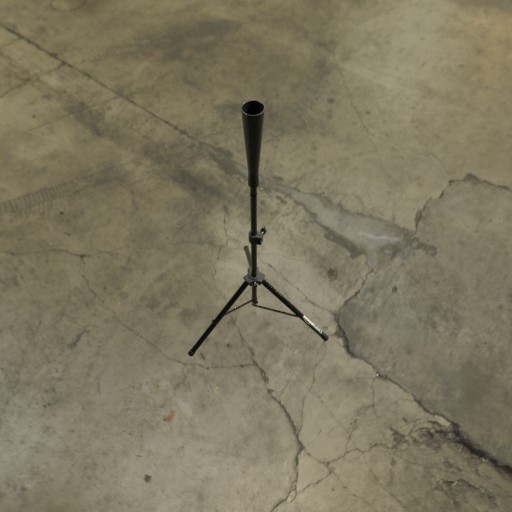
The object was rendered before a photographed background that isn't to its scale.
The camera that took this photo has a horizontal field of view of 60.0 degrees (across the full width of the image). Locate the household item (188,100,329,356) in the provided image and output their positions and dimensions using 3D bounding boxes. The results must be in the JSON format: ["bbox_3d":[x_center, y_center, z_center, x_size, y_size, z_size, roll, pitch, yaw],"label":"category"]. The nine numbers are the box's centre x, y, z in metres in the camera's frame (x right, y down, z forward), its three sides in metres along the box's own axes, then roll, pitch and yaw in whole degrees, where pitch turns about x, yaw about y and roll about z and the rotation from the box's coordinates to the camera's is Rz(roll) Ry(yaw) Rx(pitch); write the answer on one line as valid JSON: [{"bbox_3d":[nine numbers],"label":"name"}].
[{"bbox_3d":[0.000,0.000,1.421,0.559,1.067,0.559,34,63,19],"label":"household item"}]
